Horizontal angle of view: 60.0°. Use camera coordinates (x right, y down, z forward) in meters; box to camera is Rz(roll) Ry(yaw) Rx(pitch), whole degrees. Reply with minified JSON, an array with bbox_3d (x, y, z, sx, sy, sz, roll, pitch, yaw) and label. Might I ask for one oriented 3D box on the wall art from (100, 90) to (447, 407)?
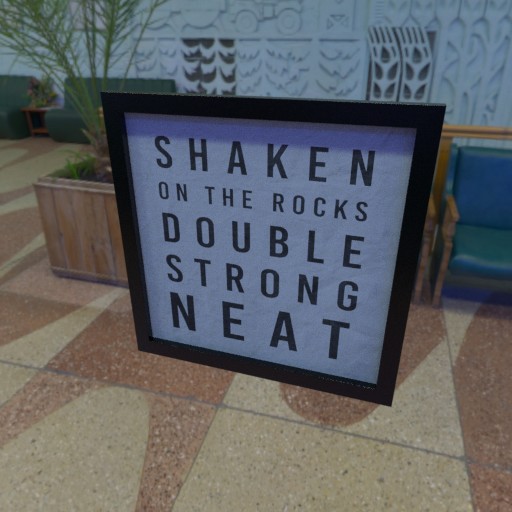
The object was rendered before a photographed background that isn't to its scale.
[{"bbox_3d":[0.000,0.000,0.513,0.349,0.349,0.014,8,28,16],"label":"wall art"}]
